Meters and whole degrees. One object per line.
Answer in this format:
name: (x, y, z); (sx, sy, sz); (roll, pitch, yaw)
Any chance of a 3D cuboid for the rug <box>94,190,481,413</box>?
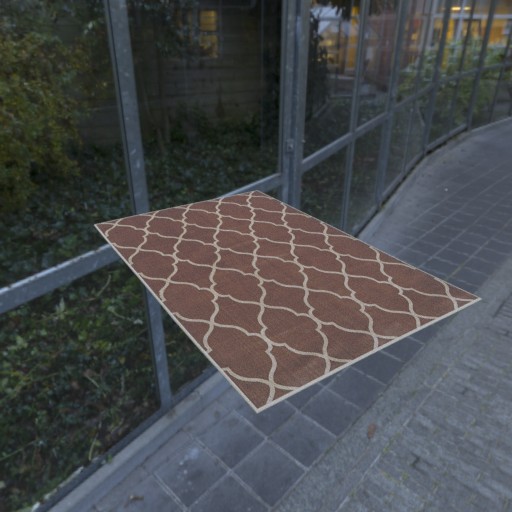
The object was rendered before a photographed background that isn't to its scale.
rug: (0.000, 0.000, 2.964); (1.528, 0.014, 2.294); (-17, 31, -29)
